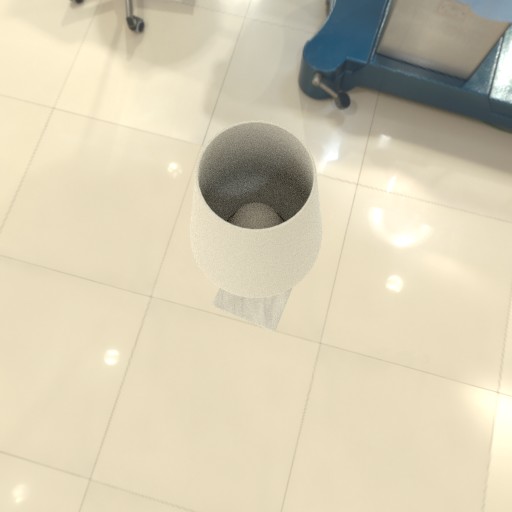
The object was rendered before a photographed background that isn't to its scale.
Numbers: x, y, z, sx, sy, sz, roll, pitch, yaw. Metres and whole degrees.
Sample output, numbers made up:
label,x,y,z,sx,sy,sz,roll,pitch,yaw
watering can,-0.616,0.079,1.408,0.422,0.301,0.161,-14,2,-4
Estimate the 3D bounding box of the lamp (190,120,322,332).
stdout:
label,x,y,z,sx,sy,sz,roll,pitch,yaw
lamp,0.000,0.000,0.734,0.181,0.639,0.181,22,77,5
